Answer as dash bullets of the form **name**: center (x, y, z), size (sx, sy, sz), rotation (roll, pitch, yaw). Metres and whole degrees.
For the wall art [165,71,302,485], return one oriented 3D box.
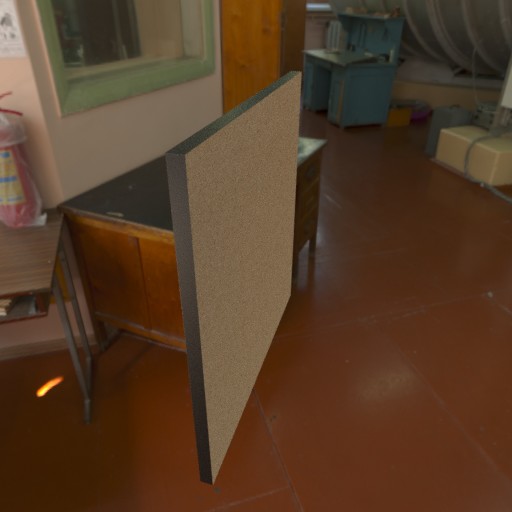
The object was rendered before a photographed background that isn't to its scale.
- **wall art**: center (0.000, 0.000, 1.136), size (0.031, 0.775, 0.773), rotation (9, 32, 15)
